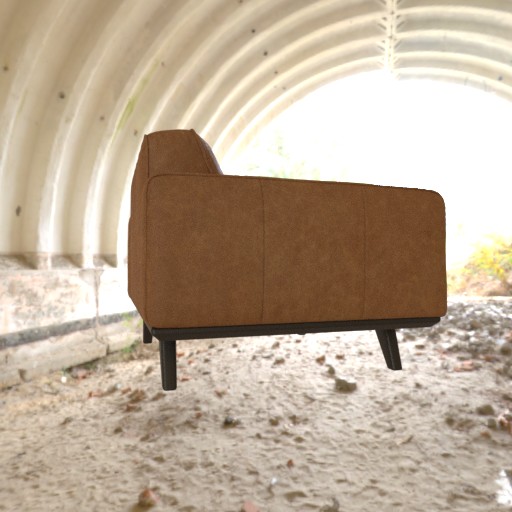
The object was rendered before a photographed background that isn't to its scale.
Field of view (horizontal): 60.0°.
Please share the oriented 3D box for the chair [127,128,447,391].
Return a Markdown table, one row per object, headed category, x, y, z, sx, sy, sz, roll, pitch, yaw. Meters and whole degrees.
| category | x | y | z | sx | sy | sz | roll | pitch | yaw |
| --- | --- | --- | --- | --- | --- | --- | --- | --- | --- |
| chair | 0.000 | 0.000 | 1.767 | 0.952 | 0.782 | 1.118 | 0 | -1 | -18 |
